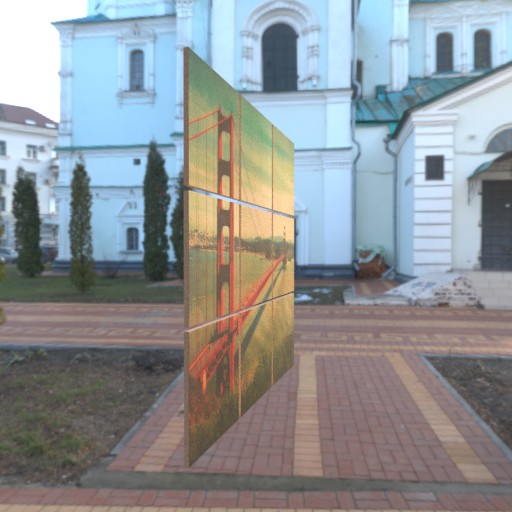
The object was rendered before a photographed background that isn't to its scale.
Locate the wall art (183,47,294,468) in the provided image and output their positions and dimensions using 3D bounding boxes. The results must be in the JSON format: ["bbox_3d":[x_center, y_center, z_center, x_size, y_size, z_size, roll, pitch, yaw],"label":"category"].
[{"bbox_3d":[0.000,0.000,1.846,0.016,1.207,1.217,0,1,19],"label":"wall art"}]
